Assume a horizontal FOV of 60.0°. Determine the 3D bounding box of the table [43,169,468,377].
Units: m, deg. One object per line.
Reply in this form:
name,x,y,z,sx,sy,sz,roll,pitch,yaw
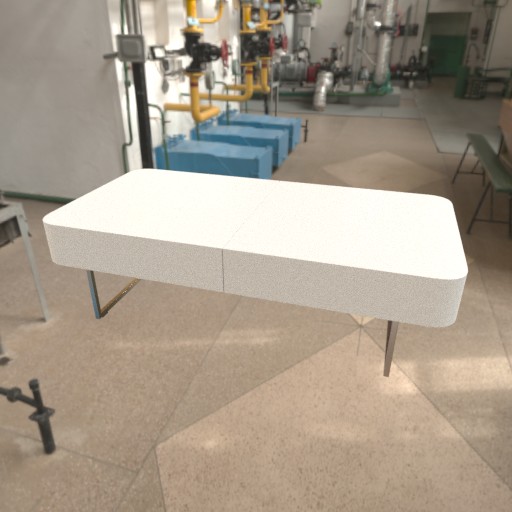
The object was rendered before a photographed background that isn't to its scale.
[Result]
table,0.000,0.000,1.487,1.200,0.340,0.600,8,28,15
